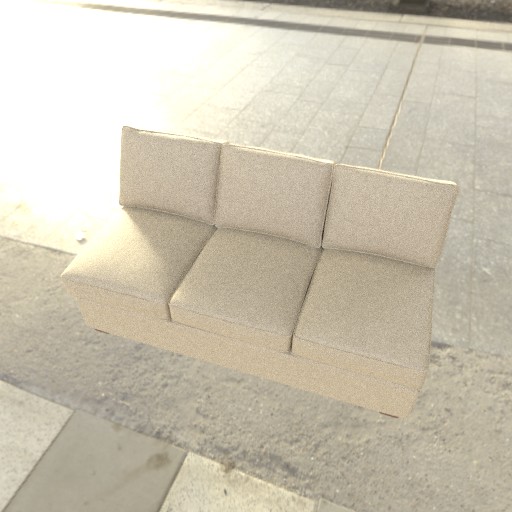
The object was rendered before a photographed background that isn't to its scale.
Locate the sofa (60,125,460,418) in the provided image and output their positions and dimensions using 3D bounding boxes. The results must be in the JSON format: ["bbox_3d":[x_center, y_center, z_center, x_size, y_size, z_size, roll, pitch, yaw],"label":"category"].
[{"bbox_3d":[0.000,0.000,2.520,1.962,0.973,1.027,13,44,14],"label":"sofa"}]
